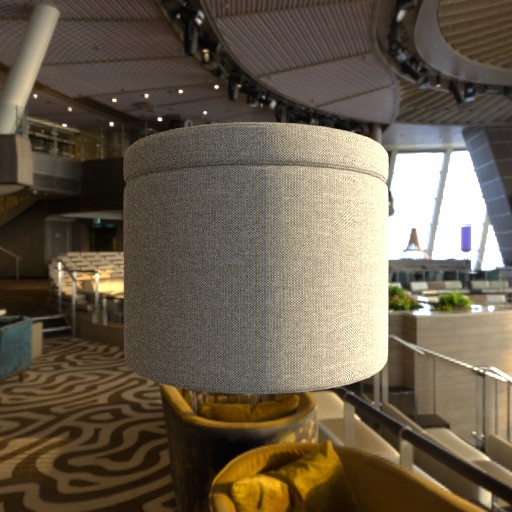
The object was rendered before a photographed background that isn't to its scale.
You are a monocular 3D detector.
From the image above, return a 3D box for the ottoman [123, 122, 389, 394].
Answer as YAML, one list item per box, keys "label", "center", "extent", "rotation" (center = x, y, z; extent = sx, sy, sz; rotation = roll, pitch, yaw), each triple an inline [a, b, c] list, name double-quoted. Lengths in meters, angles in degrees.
- label: "ottoman"
  center: [0.000, 0.000, 0.874]
  extent: [0.500, 0.419, 0.500]
  rotation: [0, 0, 0]
